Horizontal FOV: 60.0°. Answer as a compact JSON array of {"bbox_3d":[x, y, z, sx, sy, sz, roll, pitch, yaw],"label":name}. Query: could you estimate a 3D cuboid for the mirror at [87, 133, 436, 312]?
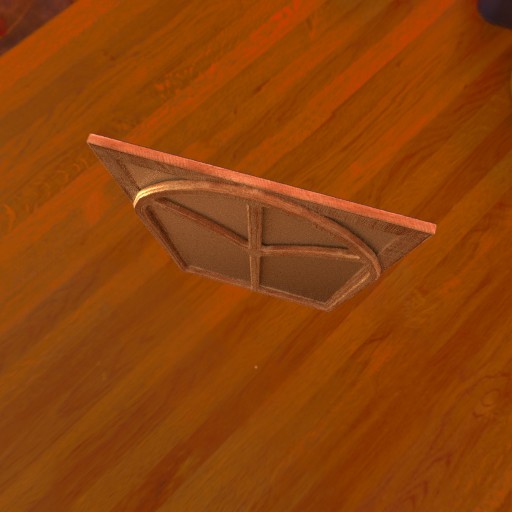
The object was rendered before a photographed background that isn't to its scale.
[{"bbox_3d":[0.000,0.000,0.987,0.495,0.787,0.058,15,76,4],"label":"mirror"}]
